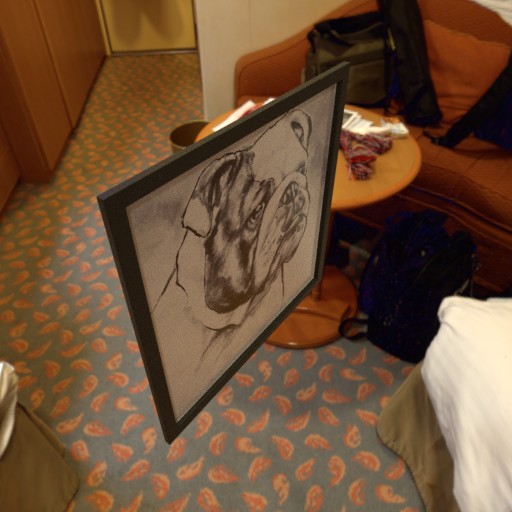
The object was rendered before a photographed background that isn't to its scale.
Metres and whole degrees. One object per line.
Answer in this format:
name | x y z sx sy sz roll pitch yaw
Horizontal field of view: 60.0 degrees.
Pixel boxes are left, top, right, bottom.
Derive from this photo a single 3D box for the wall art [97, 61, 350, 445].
wall art | 0.000 0.000 0.979 0.016 0.659 0.663 26 48 27
